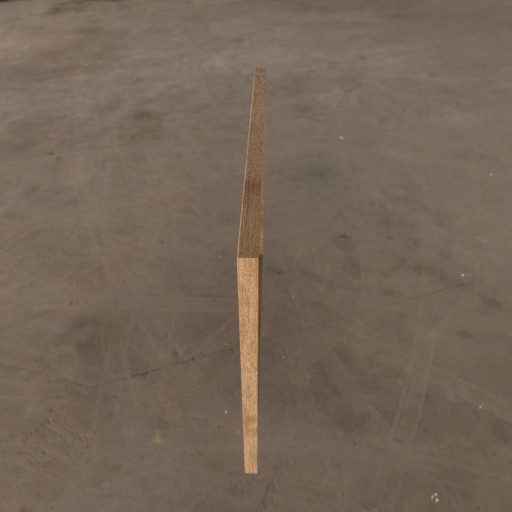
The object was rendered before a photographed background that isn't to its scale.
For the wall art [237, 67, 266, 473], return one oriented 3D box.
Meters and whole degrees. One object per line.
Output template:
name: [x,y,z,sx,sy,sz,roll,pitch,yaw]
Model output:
wall art: [0.000,0.000,0.982,0.026,0.588,0.690,1,41,1]
